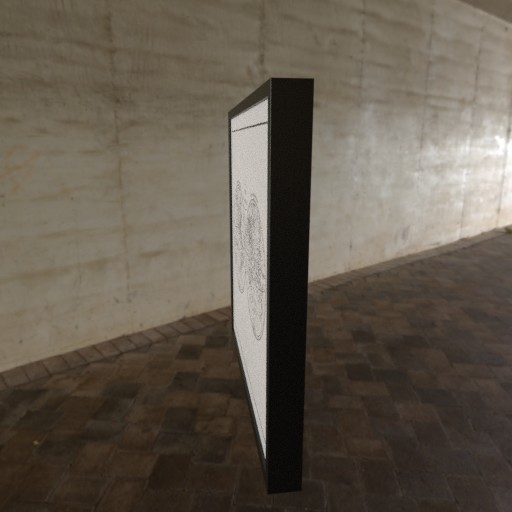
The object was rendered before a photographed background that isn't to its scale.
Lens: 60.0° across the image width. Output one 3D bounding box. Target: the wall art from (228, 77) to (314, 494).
[{"bbox_3d":[0.000,0.000,0.481,0.029,0.318,0.327,-2,14,-8],"label":"wall art"}]
